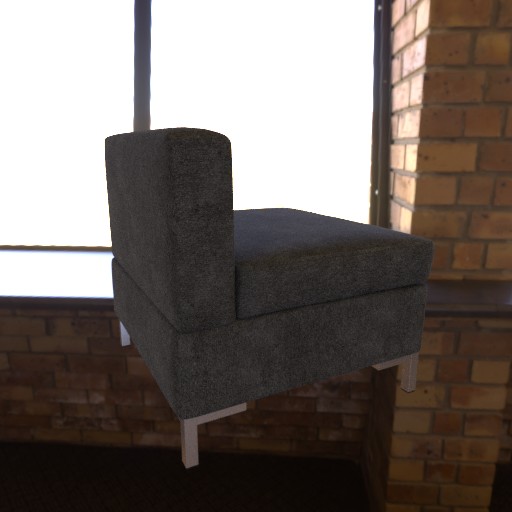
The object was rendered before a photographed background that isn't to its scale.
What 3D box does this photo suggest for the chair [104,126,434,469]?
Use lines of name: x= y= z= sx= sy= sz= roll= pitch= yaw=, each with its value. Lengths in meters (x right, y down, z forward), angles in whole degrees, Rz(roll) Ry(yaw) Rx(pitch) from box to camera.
chair: x=0.000 y=0.000 z=1.219 sx=0.680 sy=0.660 sz=0.680 roll=-7 pitch=16 yaw=-27
